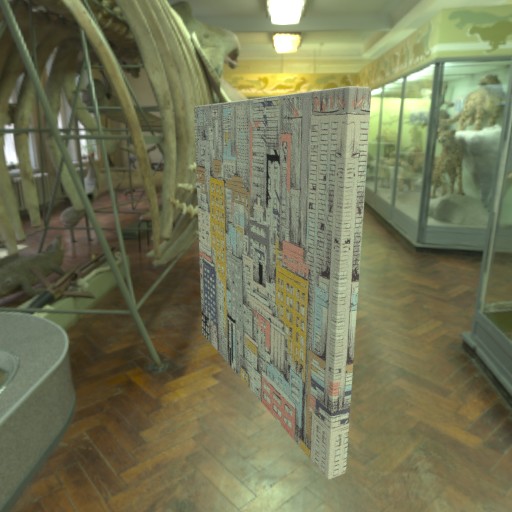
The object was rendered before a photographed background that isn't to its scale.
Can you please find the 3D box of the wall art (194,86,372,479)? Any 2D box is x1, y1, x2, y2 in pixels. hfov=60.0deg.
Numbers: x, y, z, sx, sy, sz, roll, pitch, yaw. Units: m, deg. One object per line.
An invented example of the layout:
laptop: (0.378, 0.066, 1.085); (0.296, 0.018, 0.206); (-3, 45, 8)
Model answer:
wall art: (0.000, 0.000, 1.144); (0.048, 0.762, 0.761); (-8, 18, -25)
